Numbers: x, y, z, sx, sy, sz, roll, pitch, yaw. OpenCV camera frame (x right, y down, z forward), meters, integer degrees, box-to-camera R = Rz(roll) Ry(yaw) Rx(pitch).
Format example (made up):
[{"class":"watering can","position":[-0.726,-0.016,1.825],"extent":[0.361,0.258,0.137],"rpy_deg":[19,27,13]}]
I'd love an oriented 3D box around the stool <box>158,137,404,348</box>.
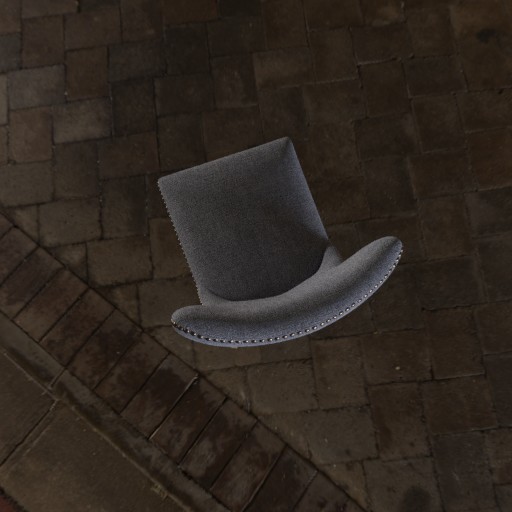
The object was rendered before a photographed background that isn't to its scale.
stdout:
[{"class":"stool","position":[0.000,0.000,1.445],"extent":[0.494,1.123,0.606],"rpy_deg":[-19,77,-5]}]
